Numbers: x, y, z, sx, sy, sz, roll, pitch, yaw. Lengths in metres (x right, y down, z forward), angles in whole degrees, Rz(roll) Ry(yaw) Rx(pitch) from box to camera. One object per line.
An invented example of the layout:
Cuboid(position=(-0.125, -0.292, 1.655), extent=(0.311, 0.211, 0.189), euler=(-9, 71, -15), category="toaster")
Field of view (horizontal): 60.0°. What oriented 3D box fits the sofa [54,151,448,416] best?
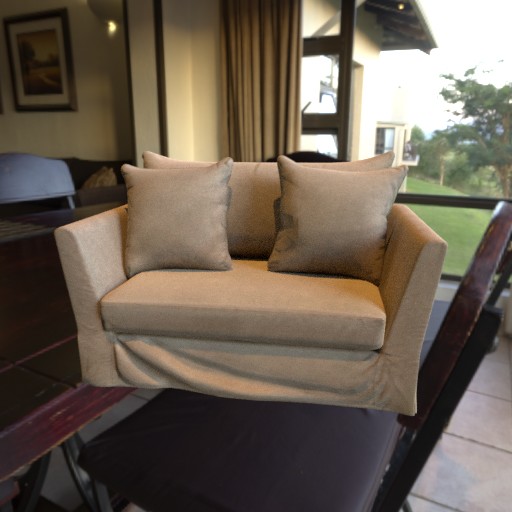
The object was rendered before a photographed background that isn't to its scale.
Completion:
Cuboid(position=(0.000, 0.000, 2.282), extent=(1.608, 1.040, 1.035), euler=(2, 15, 9), category="sofa")
